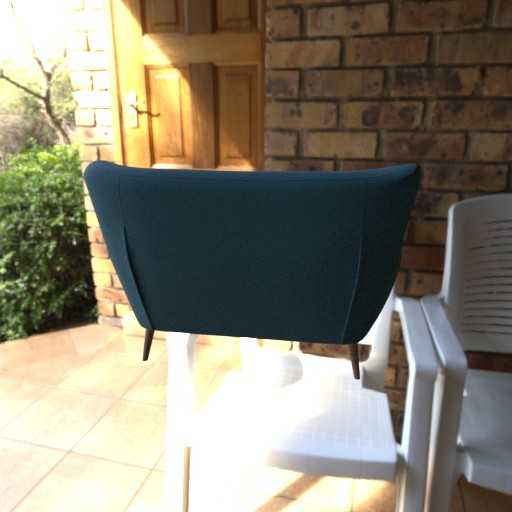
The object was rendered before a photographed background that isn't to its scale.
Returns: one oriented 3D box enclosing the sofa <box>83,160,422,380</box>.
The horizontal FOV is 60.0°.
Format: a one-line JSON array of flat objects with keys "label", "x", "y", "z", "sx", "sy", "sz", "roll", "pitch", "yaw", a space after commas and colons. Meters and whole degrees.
[{"label": "sofa", "x": 0.000, "y": 0.000, "z": 2.051, "sx": 1.397, "sy": 0.889, "sz": 0.889, "roll": 3, "pitch": 17, "yaw": 9}]
